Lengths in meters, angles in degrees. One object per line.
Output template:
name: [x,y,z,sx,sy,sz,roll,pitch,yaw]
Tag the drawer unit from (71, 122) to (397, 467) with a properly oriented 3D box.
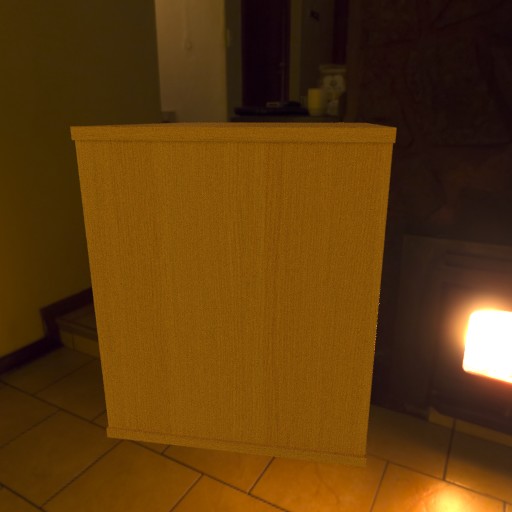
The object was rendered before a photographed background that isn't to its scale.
drawer unit: [0.000,0.000,0.601,0.290,0.344,0.349,3,18,9]
